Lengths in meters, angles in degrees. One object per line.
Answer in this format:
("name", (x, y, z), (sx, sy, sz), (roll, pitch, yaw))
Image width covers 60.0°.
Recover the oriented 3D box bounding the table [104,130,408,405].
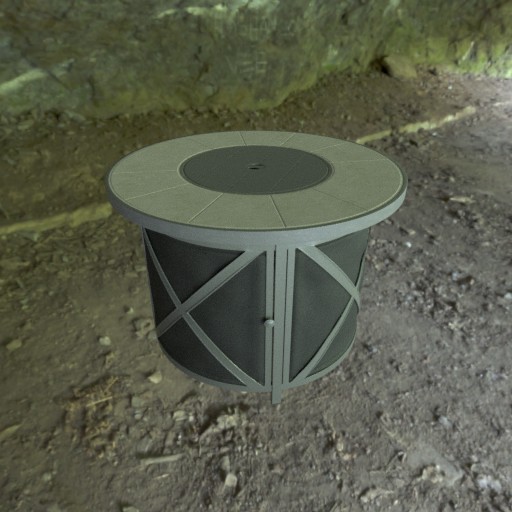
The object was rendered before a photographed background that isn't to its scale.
("table", (0.000, 0.000, 1.556), (0.914, 0.650, 0.914), (0, 30, 0))
